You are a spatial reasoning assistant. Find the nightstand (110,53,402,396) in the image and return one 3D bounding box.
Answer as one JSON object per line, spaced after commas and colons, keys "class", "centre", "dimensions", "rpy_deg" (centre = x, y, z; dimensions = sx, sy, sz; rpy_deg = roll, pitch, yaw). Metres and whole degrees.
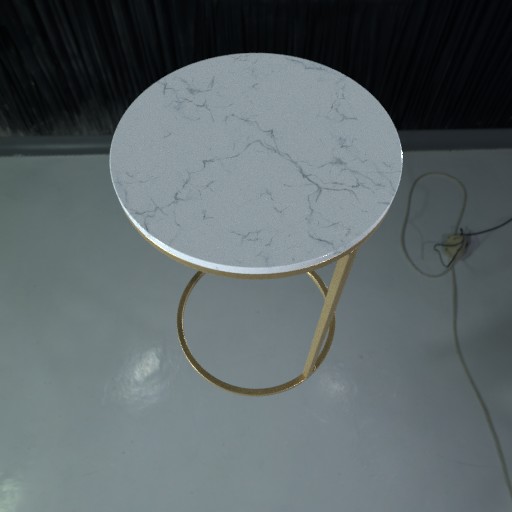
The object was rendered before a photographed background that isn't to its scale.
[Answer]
{"class": "nightstand", "centre": [0.000, 0.000, 0.875], "dimensions": [0.400, 0.610, 0.400], "rpy_deg": [-3, 59, -2]}
